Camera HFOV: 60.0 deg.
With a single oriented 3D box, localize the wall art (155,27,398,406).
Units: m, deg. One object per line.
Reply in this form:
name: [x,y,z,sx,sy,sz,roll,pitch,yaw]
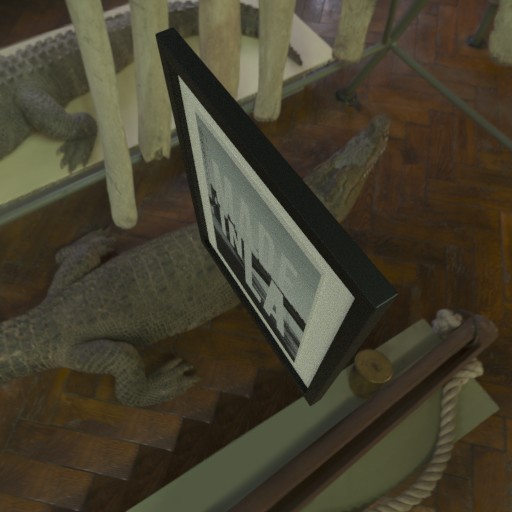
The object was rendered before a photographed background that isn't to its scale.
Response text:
wall art: [0.000,0.000,0.747,0.028,0.559,0.457,-29,66,-14]
